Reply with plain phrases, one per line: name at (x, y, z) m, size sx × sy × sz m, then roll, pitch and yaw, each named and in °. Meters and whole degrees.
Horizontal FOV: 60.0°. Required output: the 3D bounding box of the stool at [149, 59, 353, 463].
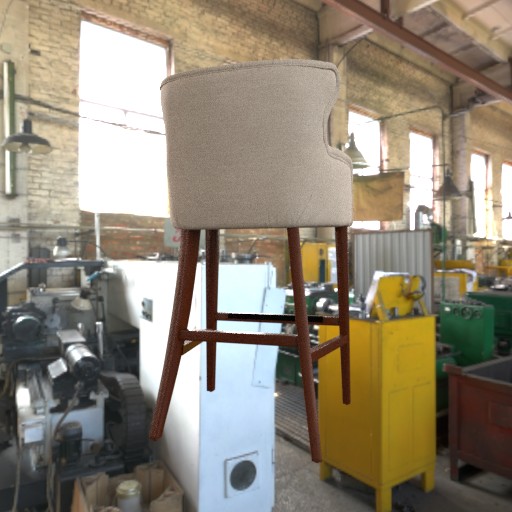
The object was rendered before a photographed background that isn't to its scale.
stool at (0.000, 0.000, 1.384) m, size 0.556 × 1.034 × 0.563 m, roll 0°, pitch 0°, yaw 17°
